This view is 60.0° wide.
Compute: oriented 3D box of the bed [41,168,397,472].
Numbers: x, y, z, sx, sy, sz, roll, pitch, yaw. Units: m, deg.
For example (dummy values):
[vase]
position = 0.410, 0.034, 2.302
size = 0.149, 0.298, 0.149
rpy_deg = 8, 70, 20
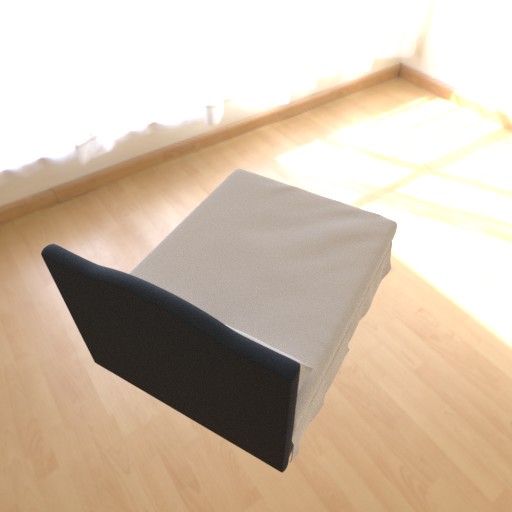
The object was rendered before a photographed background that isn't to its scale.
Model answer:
[bed]
position = 0.000, 0.000, 3.506
size = 1.821, 1.436, 2.282
rpy_deg = 22, 50, 20
